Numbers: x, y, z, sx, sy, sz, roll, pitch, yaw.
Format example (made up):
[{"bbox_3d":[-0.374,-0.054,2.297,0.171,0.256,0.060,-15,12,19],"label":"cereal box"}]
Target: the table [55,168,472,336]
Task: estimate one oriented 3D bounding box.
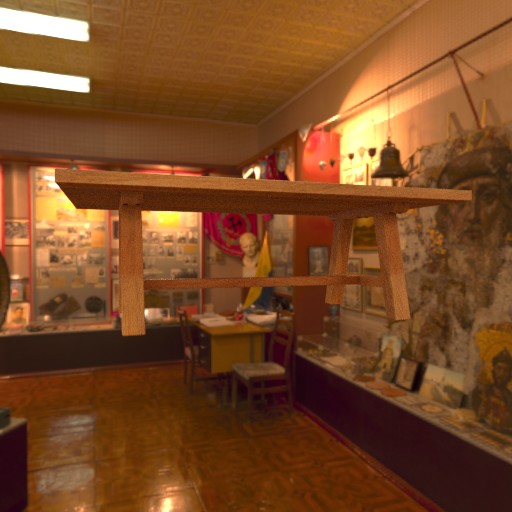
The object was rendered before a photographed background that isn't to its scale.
[{"bbox_3d":[0.000,0.000,1.687,1.320,0.455,0.760,0,1,-18],"label":"table"}]
